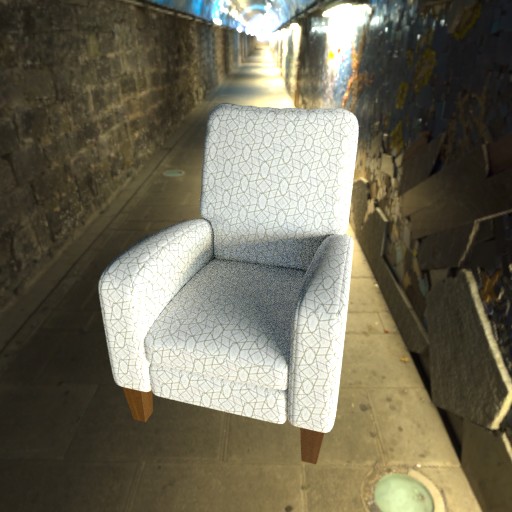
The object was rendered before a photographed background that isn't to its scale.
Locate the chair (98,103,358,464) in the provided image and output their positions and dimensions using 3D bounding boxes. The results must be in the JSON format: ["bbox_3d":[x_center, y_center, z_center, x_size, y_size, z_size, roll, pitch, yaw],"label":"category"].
[{"bbox_3d":[0.000,0.000,1.769,0.796,1.064,0.995,8,27,15],"label":"chair"}]
